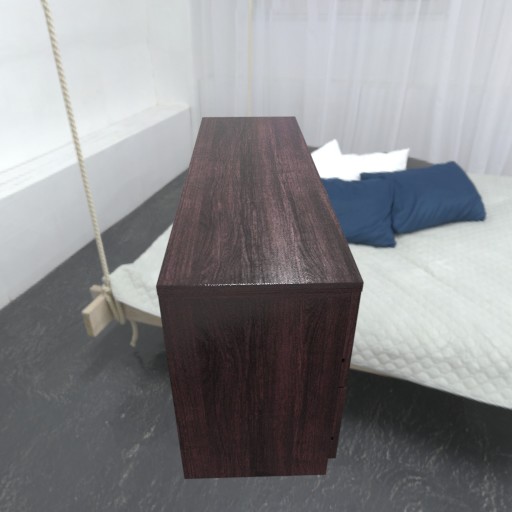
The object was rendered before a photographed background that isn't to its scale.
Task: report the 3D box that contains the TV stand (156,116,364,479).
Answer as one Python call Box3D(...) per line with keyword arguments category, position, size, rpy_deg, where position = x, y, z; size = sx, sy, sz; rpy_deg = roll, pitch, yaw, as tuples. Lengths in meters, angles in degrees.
Box3D(category="TV stand", position=(0.000, 0.000, 1.483), size=(0.404, 0.614, 1.192), rpy_deg=(-1, 32, -2))
